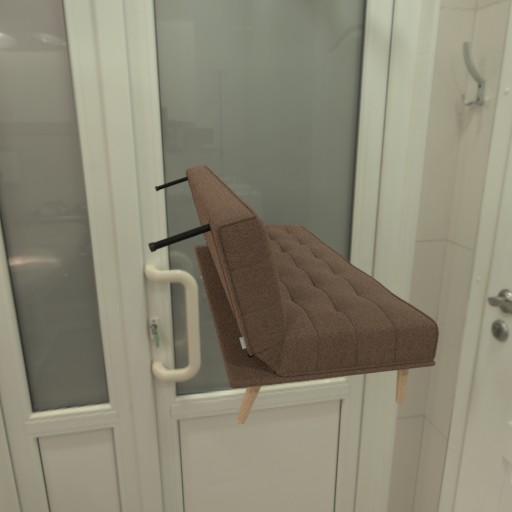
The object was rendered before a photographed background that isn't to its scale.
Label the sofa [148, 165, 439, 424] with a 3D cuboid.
[{"bbox_3d":[0.000,0.000,2.361,1.038,0.810,1.820,-3,17,-11],"label":"sofa"}]
